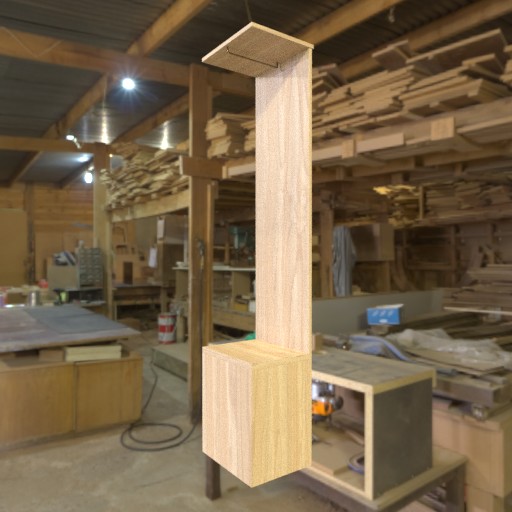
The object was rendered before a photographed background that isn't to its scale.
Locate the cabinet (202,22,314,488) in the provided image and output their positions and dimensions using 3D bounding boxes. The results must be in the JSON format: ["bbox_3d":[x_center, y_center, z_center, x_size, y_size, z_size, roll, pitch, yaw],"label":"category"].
[{"bbox_3d":[0.000,0.000,2.045,0.338,1.879,0.411,0,0,-36],"label":"cabinet"}]
